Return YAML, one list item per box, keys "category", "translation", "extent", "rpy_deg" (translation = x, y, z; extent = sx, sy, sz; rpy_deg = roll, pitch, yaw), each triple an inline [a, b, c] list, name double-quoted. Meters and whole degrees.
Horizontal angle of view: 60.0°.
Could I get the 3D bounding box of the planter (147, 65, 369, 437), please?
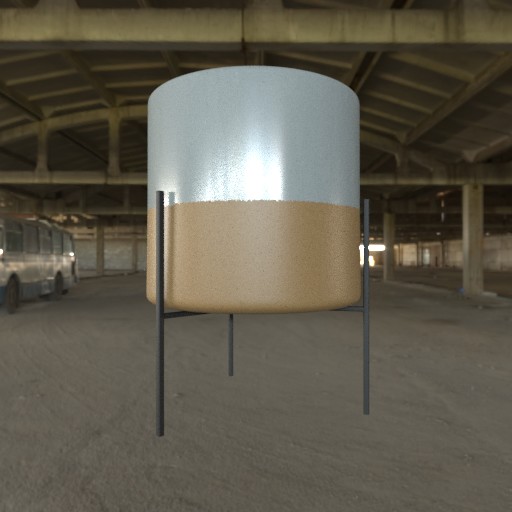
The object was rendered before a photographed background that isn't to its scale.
- category: "planter"
  translation: [0.000, 0.000, 0.649]
  extent: [0.310, 0.432, 0.310]
  rpy_deg: [0, 0, 0]
